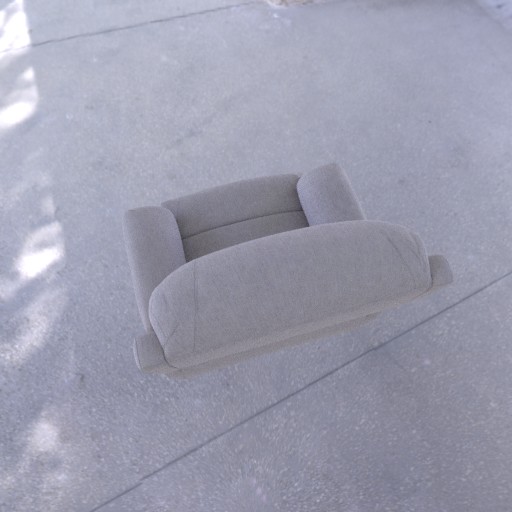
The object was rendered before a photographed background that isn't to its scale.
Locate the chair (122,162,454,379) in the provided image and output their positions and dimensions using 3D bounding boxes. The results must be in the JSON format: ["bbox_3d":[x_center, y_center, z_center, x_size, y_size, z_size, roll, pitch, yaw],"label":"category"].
[{"bbox_3d":[0.000,0.000,1.682,0.930,1.011,0.899,-14,60,-8],"label":"chair"}]
